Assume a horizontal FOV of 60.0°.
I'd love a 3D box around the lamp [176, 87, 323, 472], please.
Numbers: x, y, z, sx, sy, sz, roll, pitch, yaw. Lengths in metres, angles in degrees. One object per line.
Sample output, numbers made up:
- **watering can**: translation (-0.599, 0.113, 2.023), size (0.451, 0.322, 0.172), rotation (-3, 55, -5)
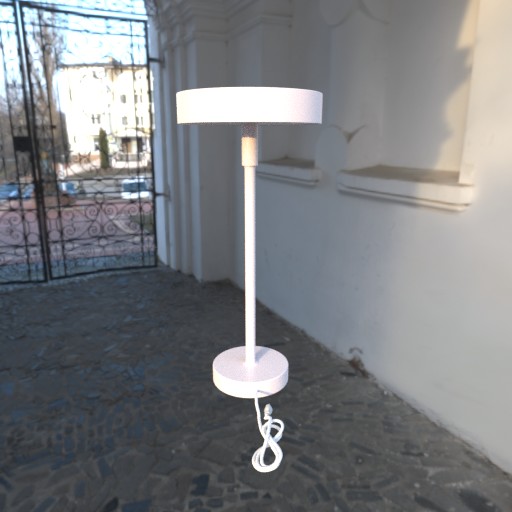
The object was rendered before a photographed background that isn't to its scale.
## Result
- **lamp**: translation (0.000, 0.000, 0.697), size (0.229, 0.508, 0.369), rotation (-2, 15, -8)
